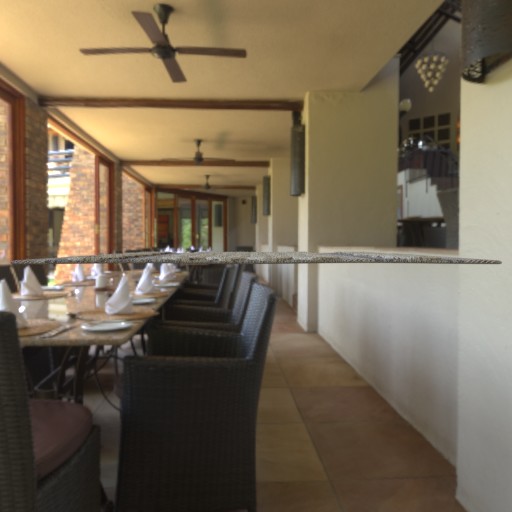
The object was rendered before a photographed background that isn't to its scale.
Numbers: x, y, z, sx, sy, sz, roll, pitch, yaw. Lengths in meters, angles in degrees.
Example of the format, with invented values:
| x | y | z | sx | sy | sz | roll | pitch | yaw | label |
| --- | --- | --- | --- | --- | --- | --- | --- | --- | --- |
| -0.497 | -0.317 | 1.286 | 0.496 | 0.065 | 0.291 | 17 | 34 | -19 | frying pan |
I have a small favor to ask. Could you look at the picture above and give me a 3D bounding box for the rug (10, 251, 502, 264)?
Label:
| x | y | z | sx | sy | sz | roll | pitch | yaw | label |
| --- | --- | --- | --- | --- | --- | --- | --- | --- | --- |
| 0.000 | 0.000 | 2.251 | 1.823 | 0.030 | 1.222 | 0 | 2 | -1 | rug |
